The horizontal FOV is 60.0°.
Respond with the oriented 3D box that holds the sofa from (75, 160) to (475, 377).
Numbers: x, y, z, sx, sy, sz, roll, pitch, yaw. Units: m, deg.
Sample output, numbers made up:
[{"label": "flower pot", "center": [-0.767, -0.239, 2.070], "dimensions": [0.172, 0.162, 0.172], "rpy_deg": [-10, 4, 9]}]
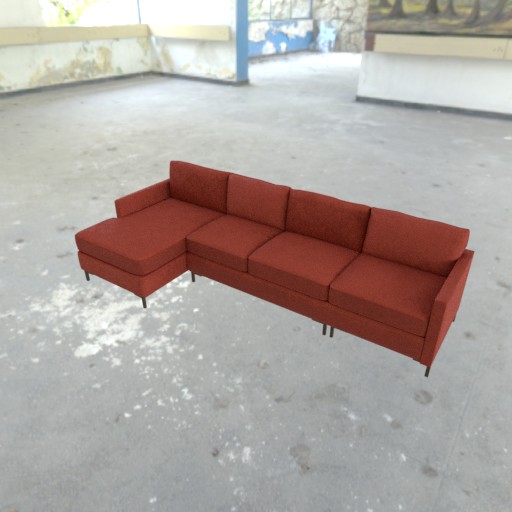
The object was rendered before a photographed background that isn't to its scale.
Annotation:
[{"label": "sofa", "center": [0.000, 0.000, 4.090], "dimensions": [3.400, 0.967, 1.500], "rpy_deg": [19, 35, 29]}]
